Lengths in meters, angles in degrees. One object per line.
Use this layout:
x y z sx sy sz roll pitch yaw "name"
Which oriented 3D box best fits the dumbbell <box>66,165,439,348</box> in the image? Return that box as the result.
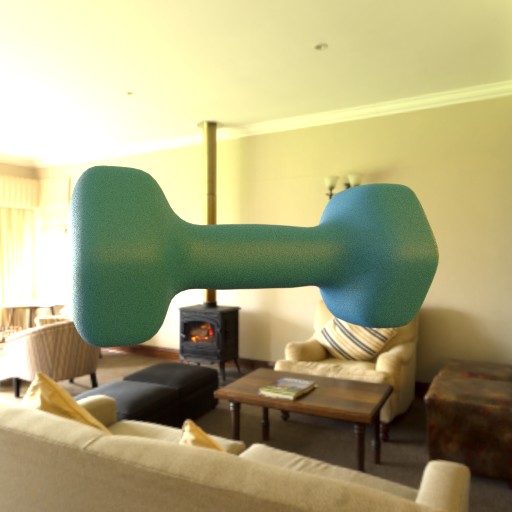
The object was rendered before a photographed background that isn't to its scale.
0.000 0.000 0.193 0.152 0.066 0.074 0 0 -19 "dumbbell"
